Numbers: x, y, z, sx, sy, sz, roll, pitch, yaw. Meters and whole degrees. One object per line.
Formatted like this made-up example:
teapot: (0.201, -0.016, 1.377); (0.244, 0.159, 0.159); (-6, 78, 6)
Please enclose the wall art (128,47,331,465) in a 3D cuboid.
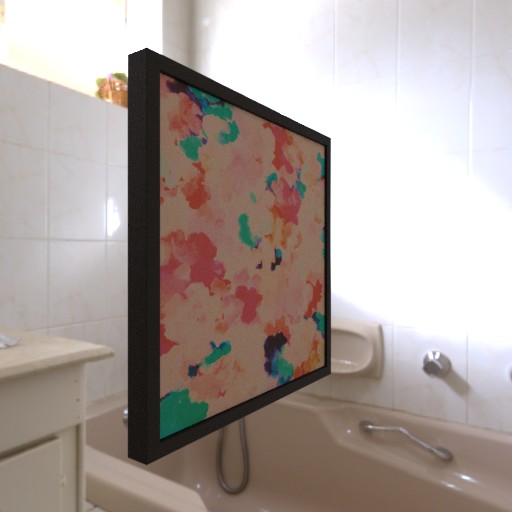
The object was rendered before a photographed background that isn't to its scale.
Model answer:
wall art: (0.000, 0.000, 0.750); (0.036, 0.503, 0.506); (0, 0, 35)
